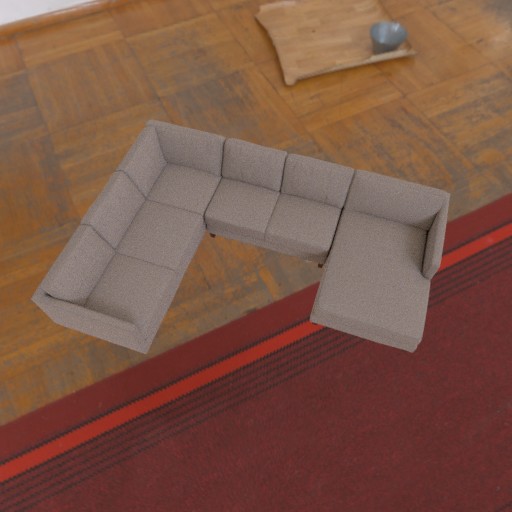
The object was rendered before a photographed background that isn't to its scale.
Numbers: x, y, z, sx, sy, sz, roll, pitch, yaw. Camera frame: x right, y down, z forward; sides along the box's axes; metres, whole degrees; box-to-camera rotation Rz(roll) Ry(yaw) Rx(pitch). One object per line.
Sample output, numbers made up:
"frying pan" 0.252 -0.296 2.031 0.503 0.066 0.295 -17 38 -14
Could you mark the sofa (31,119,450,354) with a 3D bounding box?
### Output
"sofa" 0.000 0.000 4.460 3.438 0.865 2.424 16 60 10
